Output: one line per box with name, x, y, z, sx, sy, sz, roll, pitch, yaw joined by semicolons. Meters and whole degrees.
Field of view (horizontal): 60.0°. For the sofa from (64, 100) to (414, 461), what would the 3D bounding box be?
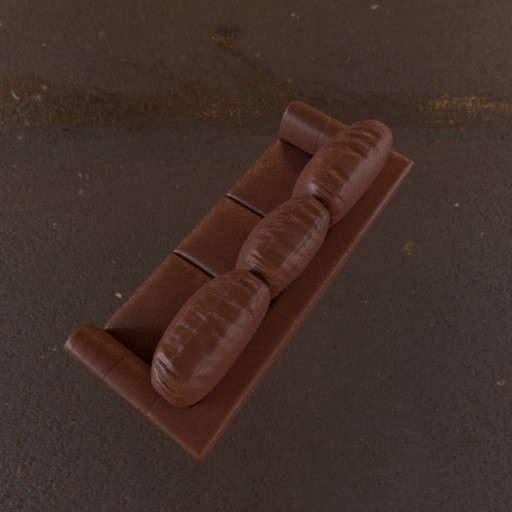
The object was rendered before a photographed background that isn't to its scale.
sofa;0.000;0.000;2.307;0.802;0.915;1.862;33;68;15
